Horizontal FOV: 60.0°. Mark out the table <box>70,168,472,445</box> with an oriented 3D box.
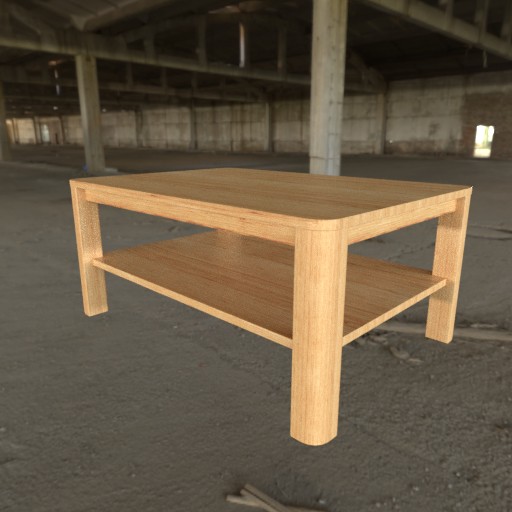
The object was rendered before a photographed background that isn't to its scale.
[{"bbox_3d":[0.000,0.000,1.356,0.997,0.445,0.696,15,21,42],"label":"table"}]
